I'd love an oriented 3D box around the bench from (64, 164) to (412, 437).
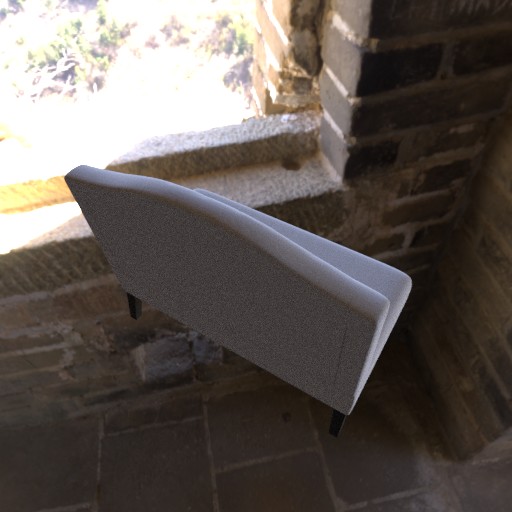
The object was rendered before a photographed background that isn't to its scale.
[{"bbox_3d":[0.000,0.000,2.061,1.335,1.180,0.815,25,52,21],"label":"bench"}]
